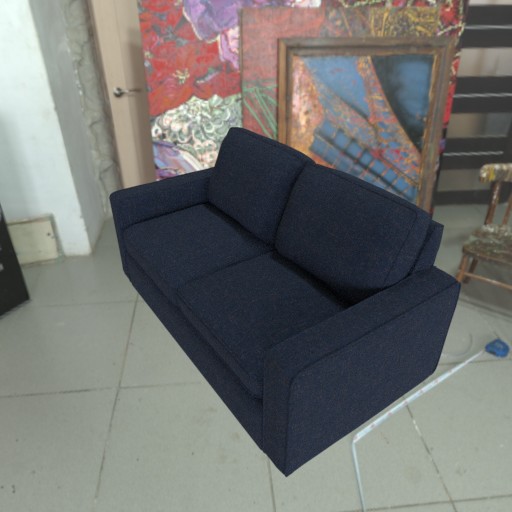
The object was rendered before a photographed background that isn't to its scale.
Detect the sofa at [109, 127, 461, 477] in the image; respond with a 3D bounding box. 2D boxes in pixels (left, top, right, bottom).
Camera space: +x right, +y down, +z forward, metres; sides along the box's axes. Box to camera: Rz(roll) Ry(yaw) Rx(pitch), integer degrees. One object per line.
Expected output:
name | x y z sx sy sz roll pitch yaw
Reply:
sofa | 0.000 0.000 2.270 0.947 0.918 1.709 -21 38 -29
